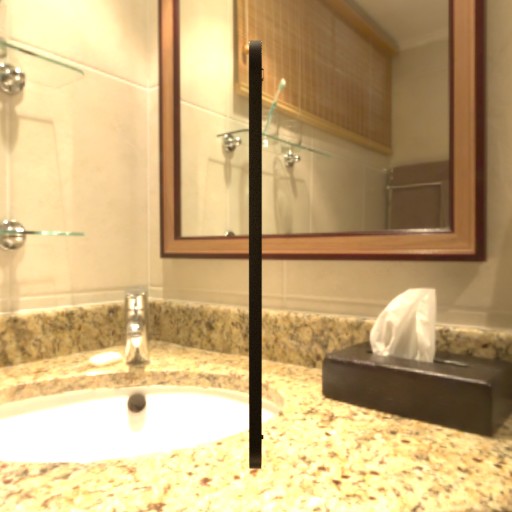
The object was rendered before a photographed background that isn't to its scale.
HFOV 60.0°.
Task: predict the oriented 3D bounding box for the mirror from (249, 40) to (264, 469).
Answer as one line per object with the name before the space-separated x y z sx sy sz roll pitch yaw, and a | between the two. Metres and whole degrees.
mirror | 0.000 0.000 1.052 0.032 0.991 0.222 0 1 0
